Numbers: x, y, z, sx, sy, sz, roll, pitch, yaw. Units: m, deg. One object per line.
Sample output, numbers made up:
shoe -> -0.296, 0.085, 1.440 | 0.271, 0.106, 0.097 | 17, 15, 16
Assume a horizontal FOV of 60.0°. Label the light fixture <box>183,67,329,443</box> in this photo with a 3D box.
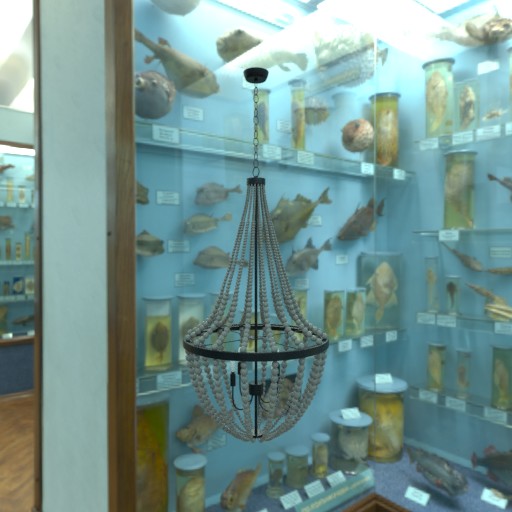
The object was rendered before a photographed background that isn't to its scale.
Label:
light fixture -> 0.000, 0.000, 1.378 | 0.450, 1.133, 0.450 | 0, 1, 0
